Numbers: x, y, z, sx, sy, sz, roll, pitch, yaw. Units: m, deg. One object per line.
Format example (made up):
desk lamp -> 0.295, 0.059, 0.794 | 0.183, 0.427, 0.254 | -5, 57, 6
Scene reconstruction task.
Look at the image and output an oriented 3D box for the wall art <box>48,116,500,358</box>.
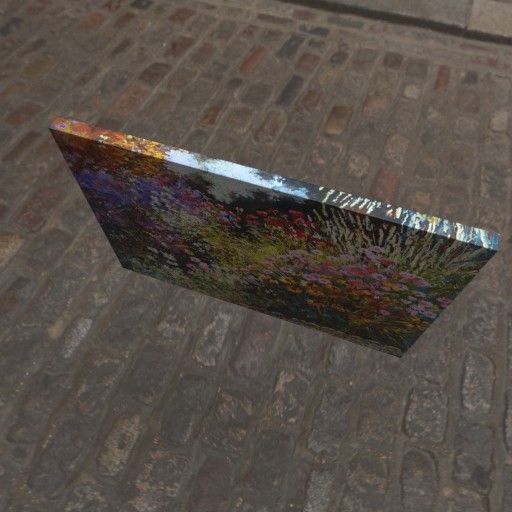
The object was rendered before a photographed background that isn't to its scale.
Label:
wall art -> 0.000, 0.000, 1.118 | 0.908, 0.604, 0.037 | 17, 61, 10
